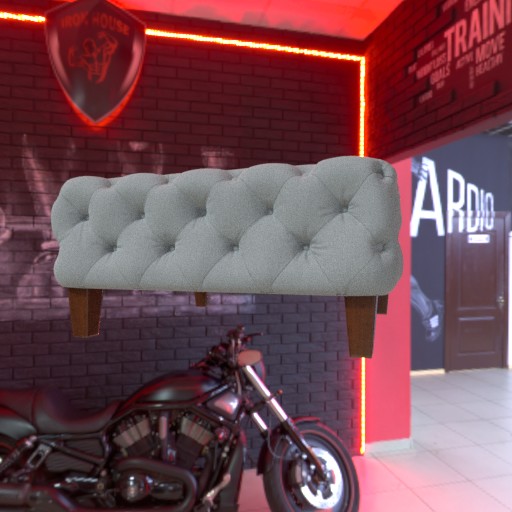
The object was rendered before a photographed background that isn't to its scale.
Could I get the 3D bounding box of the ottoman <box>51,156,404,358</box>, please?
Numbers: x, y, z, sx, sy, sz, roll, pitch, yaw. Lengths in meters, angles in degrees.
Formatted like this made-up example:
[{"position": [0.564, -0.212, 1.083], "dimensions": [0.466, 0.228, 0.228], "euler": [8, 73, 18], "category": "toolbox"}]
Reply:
[{"position": [0.000, 0.000, 1.451], "dimensions": [0.917, 0.439, 0.911], "euler": [0, 0, 19], "category": "ottoman"}]
